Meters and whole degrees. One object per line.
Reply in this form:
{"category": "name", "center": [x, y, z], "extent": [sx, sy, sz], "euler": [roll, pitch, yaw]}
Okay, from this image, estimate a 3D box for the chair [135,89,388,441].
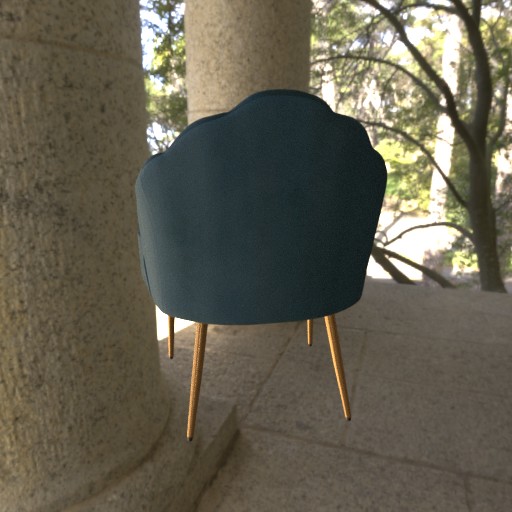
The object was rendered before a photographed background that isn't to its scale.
{"category": "chair", "center": [0.000, 0.000, 1.242], "extent": [0.657, 0.819, 0.599], "euler": [-3, 15, -11]}
